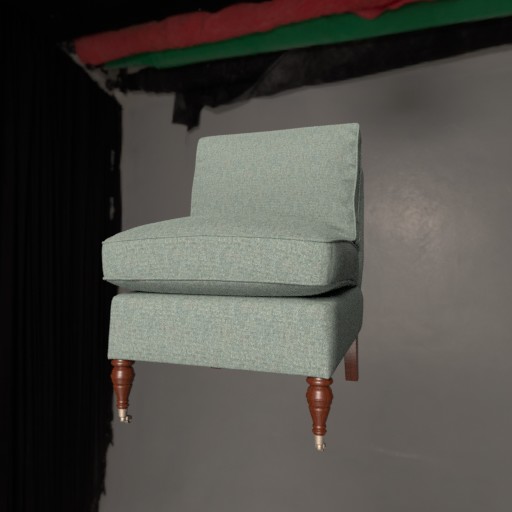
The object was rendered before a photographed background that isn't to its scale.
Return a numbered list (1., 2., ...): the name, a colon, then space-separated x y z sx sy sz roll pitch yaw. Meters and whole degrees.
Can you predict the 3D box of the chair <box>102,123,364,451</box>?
1. chair: 0.000 0.000 1.399 0.624 0.901 0.796 0 1 19
